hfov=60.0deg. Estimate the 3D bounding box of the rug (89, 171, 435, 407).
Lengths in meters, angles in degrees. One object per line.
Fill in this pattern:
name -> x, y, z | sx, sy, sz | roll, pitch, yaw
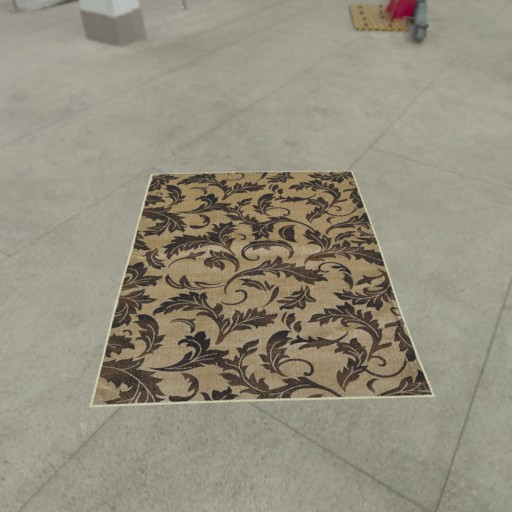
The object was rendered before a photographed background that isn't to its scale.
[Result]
rug -> 0.000, 0.000, 4.126 | 2.380, 0.008, 2.977 | -1, 42, -1
